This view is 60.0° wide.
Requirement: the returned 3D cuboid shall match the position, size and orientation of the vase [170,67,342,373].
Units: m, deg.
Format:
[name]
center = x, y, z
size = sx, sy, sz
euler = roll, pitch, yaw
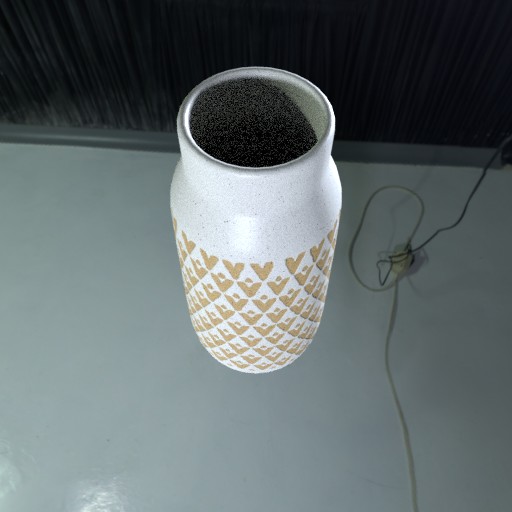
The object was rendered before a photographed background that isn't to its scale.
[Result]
[vase]
center = 0.000, 0.000, 0.382
size = 0.137, 0.307, 0.137
euler = 0, 58, 0
